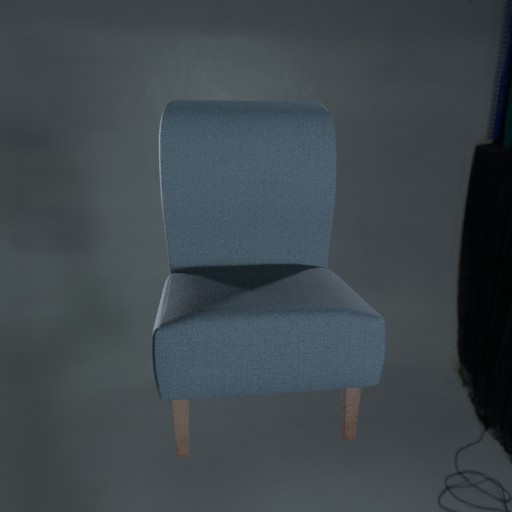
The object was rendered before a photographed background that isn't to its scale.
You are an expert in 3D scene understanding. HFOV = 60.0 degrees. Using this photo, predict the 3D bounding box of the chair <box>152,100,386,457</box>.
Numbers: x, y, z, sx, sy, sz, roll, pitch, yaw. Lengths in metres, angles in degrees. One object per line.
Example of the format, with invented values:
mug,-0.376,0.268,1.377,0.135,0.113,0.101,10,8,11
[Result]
chair,0.000,0.000,1.163,0.513,0.804,0.592,-2,16,-8
